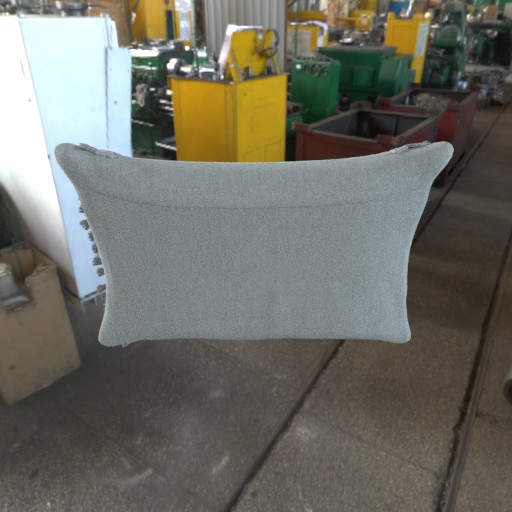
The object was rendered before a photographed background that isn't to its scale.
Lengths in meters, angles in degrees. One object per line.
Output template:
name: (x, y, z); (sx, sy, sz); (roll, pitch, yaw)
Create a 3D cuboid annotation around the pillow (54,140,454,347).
pillow: (0.000, 0.000, 0.587); (0.466, 0.305, 0.084); (-1, 29, -1)
